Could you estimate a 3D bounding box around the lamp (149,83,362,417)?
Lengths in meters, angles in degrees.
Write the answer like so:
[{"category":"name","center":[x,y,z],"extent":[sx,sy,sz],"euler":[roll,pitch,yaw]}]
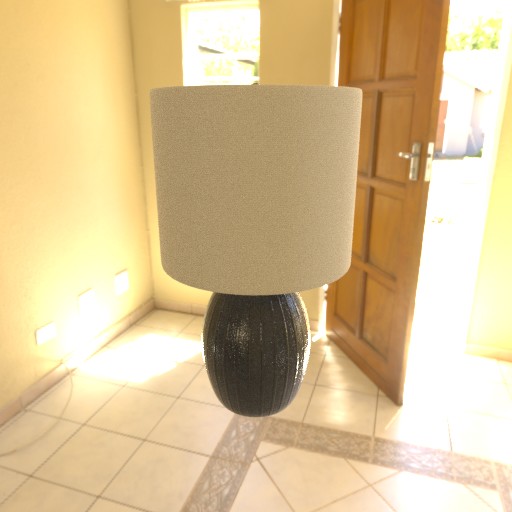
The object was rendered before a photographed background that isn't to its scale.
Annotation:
[{"category":"lamp","center":[0.000,0.000,0.783],"extent":[0.329,0.570,0.329],"euler":[3,18,8]}]
